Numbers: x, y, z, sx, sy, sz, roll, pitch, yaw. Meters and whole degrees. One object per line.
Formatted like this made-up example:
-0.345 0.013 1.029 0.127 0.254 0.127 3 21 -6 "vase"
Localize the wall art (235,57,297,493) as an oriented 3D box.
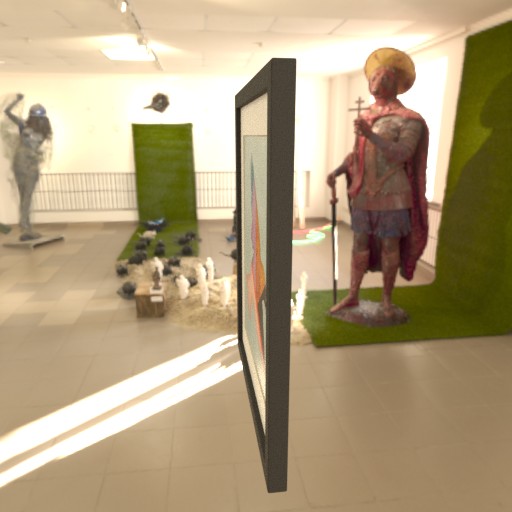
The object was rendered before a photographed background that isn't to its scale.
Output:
0.000 0.000 0.761 0.028 0.558 0.457 -2 15 -7 "wall art"
